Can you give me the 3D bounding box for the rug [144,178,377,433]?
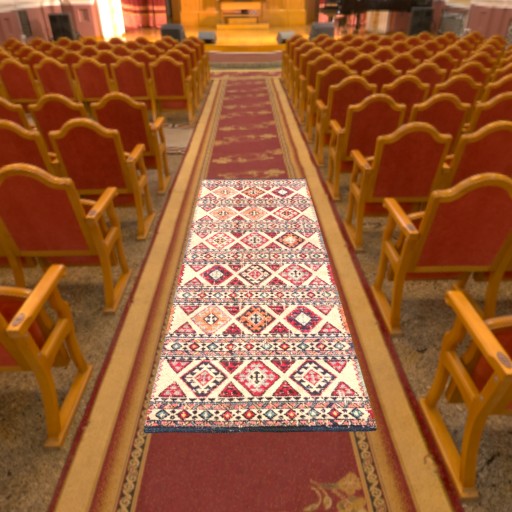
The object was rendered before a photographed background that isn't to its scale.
[{"bbox_3d":[0.000,0.000,2.564,0.832,0.008,2.362,0,32,-1],"label":"rug"}]
